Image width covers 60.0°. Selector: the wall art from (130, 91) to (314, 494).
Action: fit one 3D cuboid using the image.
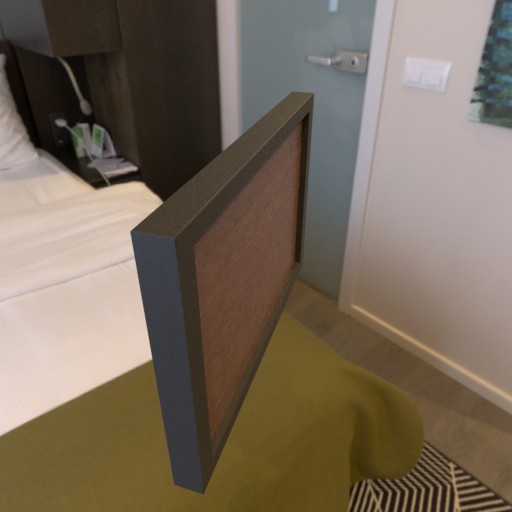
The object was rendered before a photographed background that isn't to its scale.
[{"bbox_3d":[0.000,0.000,0.836,0.051,0.456,0.671,10,34,15],"label":"wall art"}]
